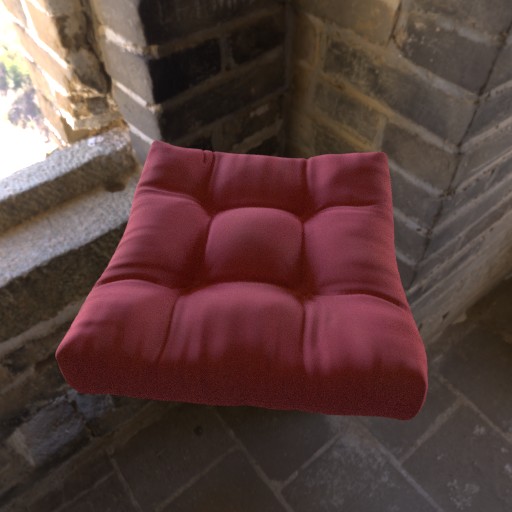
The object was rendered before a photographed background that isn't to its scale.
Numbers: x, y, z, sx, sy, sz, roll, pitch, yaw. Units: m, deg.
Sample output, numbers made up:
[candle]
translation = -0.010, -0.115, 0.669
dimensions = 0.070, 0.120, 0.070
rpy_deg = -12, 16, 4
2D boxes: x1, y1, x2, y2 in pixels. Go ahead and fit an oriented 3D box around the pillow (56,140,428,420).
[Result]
[pillow]
translation = 0.000, 0.000, 0.711
dimensions = 0.468, 0.128, 0.490
rpy_deg = 4, 46, 3
